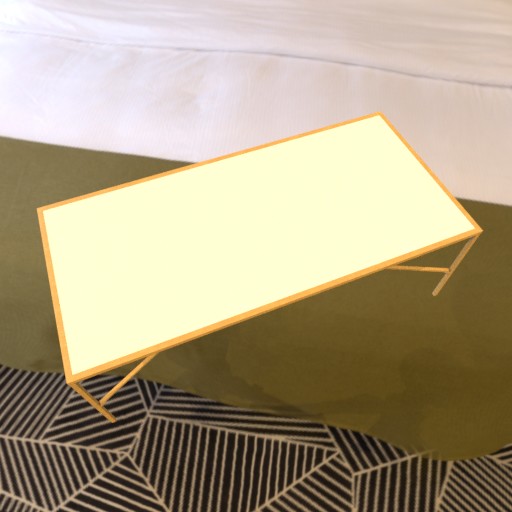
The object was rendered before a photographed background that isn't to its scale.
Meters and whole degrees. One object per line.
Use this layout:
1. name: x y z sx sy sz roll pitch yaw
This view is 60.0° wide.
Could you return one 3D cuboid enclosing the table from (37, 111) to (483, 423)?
1. table: 0.000 0.000 1.493 1.206 0.398 0.580 -19 58 -12
